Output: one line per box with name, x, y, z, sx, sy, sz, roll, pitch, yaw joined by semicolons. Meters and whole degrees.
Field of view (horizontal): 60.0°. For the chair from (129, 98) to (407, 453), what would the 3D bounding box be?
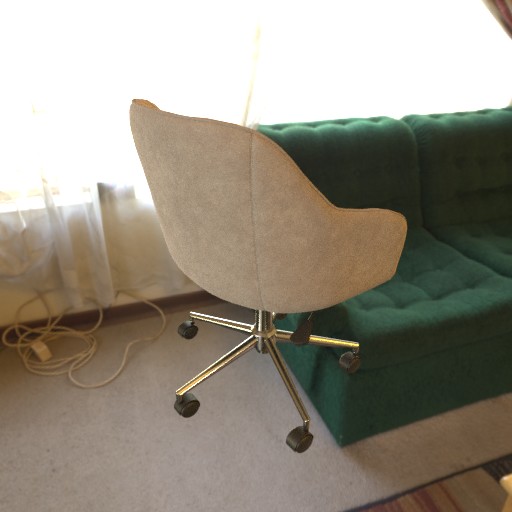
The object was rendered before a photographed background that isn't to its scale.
chair;0.000;0.000;1.220;0.573;0.831;0.635;-18;32;-32
